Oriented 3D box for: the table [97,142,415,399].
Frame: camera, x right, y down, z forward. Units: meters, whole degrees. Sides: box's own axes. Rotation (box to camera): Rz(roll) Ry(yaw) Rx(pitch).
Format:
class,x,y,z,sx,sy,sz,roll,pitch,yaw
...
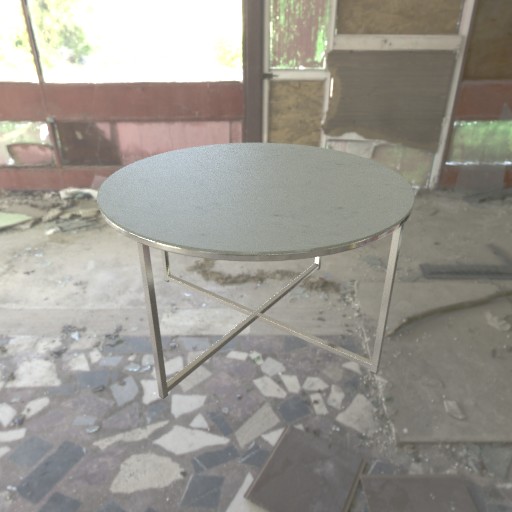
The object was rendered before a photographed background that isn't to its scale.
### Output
class,x,y,z,sx,sy,sz,roll,pitch,yaw
table,0.000,0.000,1.275,0.800,0.450,0.800,0,29,0
